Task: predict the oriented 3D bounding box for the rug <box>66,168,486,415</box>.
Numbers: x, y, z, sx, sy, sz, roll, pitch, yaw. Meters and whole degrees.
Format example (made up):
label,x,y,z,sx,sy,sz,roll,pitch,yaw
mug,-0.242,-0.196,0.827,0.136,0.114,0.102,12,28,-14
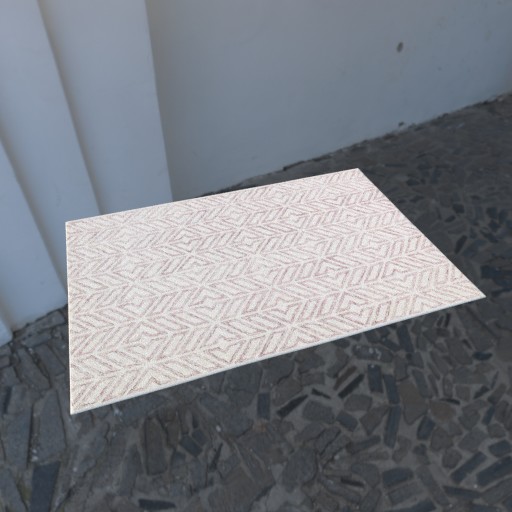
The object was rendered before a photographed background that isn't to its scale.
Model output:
label,x,y,z,sx,sy,sz,roll,pitch,yaw
rug,0.000,0.000,2.258,1.828,0.007,1.220,-13,43,-14
